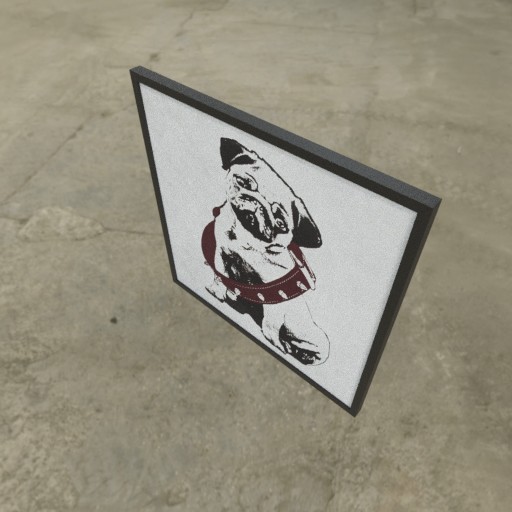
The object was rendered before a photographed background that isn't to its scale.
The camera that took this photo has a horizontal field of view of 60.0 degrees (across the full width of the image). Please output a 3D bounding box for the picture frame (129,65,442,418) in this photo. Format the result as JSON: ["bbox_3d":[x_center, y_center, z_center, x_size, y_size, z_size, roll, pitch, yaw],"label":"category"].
[{"bbox_3d":[0.000,0.000,1.166,0.775,0.775,0.032,32,54,27],"label":"picture frame"}]
